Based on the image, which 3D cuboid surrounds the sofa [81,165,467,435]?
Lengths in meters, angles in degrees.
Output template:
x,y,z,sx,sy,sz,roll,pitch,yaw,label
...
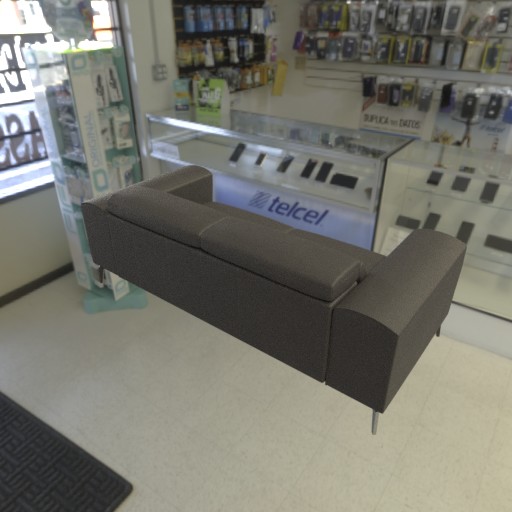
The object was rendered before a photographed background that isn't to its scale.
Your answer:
x,y,z,sx,sy,sz,roll,pitch,yaw,label
0.000,0.000,2.933,2.330,0.814,1.048,21,36,32,sofa
